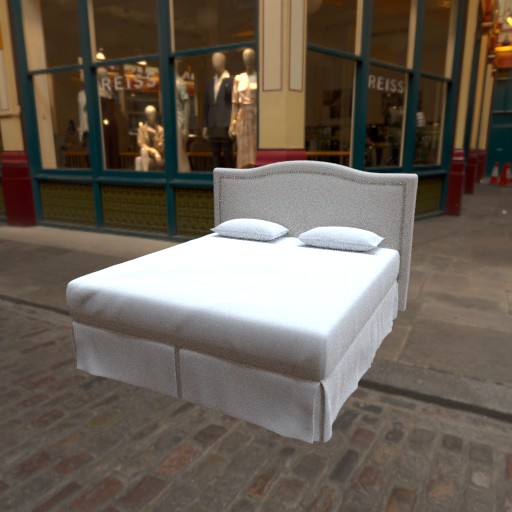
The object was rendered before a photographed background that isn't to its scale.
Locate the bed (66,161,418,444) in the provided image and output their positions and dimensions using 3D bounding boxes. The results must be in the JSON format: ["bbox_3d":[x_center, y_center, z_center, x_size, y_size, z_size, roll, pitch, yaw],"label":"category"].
[{"bbox_3d":[0.000,0.000,3.553,2.083,1.421,2.182,7,16,26],"label":"bed"}]
